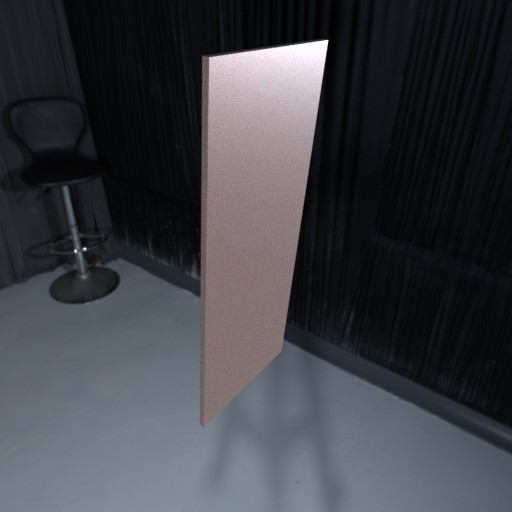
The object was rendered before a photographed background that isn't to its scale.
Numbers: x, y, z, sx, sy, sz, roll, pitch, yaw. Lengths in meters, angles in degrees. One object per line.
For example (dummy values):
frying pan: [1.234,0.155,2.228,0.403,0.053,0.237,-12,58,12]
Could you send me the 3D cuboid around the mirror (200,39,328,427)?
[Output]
mirror: [0.000,0.000,2.339,0.221,2.020,0.812,21,37,31]
